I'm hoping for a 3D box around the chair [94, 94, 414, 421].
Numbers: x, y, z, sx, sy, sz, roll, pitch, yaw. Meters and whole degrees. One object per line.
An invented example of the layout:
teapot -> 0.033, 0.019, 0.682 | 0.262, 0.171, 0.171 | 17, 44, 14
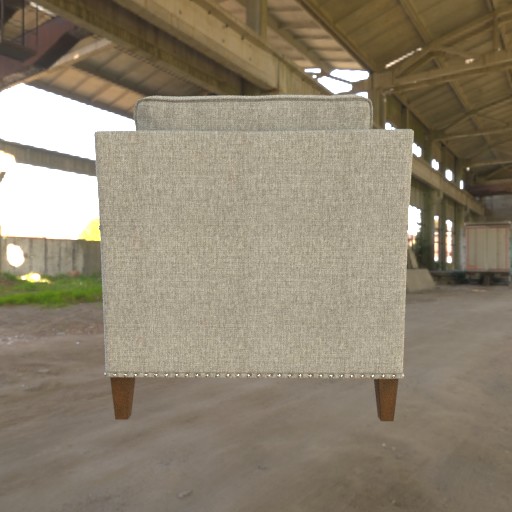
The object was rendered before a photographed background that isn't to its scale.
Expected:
chair -> 0.000, 0.000, 1.661 | 0.853, 0.943, 1.014 | 0, 0, 1
